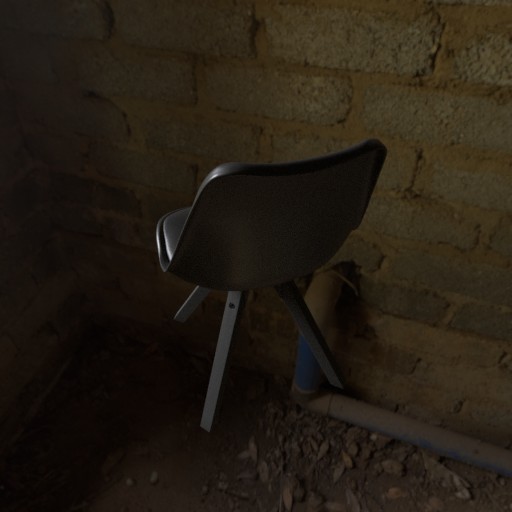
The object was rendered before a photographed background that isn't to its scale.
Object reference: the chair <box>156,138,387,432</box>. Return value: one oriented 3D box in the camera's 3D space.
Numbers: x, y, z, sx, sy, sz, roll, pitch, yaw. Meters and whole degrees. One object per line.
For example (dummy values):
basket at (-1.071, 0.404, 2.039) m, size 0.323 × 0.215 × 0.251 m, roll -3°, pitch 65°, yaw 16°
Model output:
chair at (0.000, 0.000, 1.150) m, size 0.485 × 0.850 × 0.530 m, roll -13°, pitch 43°, yaw -14°
